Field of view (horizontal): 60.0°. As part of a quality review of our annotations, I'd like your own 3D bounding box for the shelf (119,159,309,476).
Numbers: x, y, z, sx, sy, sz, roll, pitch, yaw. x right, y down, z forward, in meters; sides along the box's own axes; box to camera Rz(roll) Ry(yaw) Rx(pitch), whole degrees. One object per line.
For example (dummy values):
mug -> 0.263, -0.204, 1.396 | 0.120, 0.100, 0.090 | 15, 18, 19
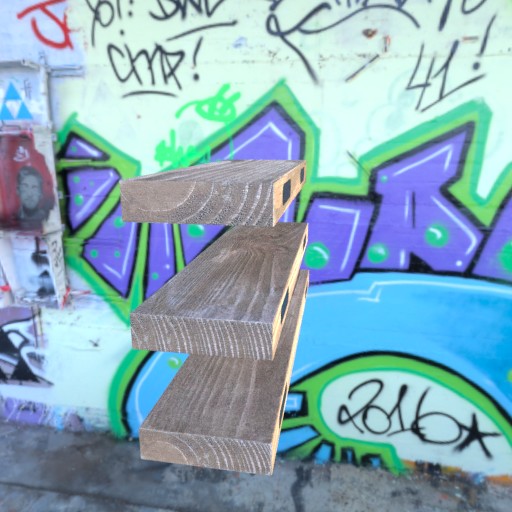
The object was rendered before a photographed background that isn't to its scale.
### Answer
shelf -> 0.000, 0.000, 0.710 | 0.140, 0.293, 0.610 | 3, 15, 10
